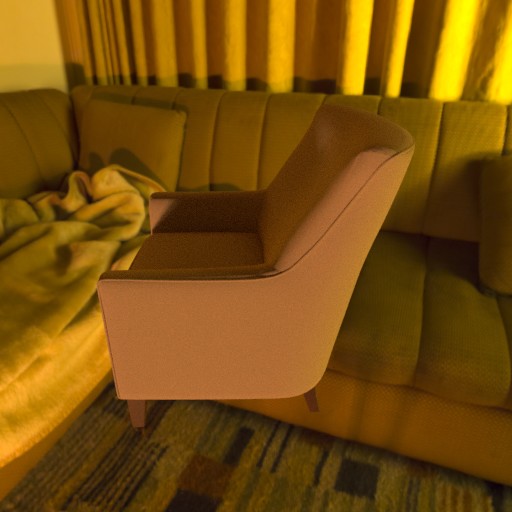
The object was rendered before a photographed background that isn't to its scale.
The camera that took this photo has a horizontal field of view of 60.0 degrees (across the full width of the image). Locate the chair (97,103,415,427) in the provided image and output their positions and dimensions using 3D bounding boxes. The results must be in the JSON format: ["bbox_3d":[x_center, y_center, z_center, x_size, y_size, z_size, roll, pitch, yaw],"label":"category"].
[{"bbox_3d":[0.000,0.000,1.533,0.879,0.916,0.756,0,26,0],"label":"chair"}]
